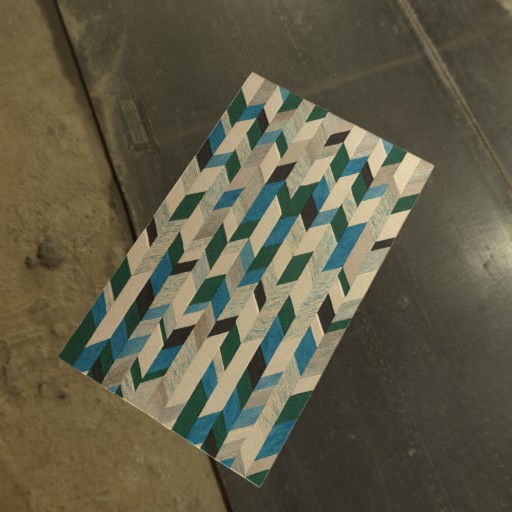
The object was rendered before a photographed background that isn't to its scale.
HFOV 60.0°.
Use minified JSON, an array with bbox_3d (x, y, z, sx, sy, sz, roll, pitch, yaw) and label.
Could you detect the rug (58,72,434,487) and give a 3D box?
[{"bbox_3d":[0.000,0.000,2.981,1.507,0.007,2.433,30,78,7],"label":"rug"}]
